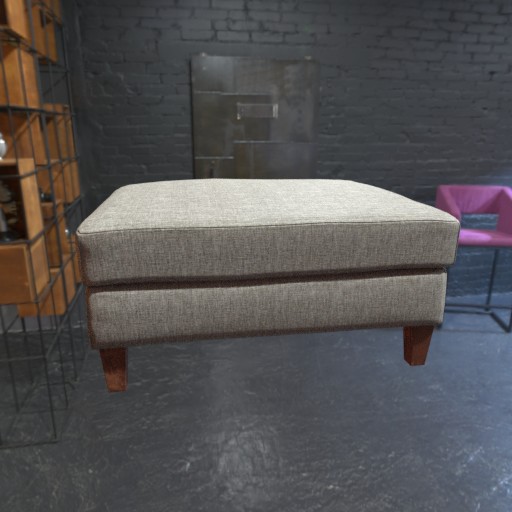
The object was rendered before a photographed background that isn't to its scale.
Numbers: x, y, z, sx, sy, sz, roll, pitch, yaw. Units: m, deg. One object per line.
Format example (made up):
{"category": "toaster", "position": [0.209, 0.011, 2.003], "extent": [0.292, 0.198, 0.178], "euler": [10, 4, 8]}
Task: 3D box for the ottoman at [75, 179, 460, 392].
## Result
{"category": "ottoman", "position": [0.000, 0.000, 1.531], "extent": [0.994, 0.492, 0.839], "euler": [-3, 16, -9]}
